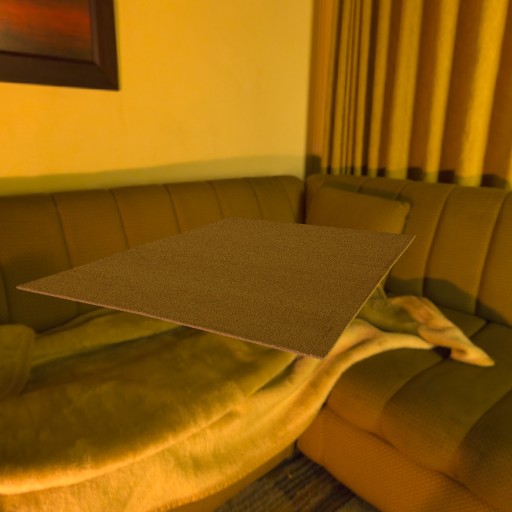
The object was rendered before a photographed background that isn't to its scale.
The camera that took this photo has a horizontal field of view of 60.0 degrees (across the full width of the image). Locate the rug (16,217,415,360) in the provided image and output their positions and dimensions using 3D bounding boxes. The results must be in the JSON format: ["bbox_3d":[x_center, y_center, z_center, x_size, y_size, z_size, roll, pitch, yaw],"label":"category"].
[{"bbox_3d":[0.000,0.000,4.179,2.434,0.045,3.202,8,17,26],"label":"rug"}]
